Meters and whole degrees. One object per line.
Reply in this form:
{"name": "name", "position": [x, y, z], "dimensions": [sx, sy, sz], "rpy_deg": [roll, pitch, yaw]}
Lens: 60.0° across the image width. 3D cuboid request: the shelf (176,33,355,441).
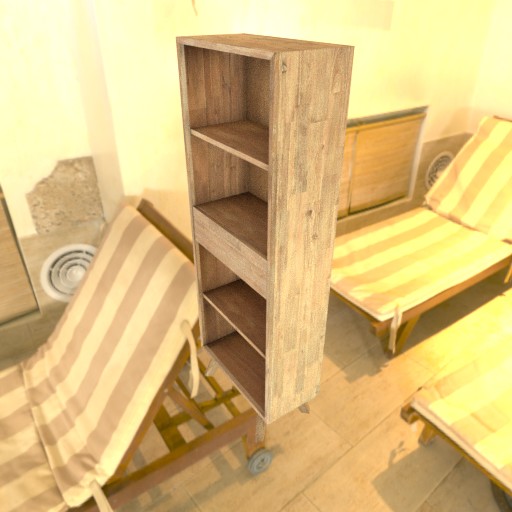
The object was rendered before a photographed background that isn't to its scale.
{"name": "shelf", "position": [0.000, 0.000, 1.531], "dimensions": [0.267, 1.342, 0.491], "rpy_deg": [-19, 36, -29]}
